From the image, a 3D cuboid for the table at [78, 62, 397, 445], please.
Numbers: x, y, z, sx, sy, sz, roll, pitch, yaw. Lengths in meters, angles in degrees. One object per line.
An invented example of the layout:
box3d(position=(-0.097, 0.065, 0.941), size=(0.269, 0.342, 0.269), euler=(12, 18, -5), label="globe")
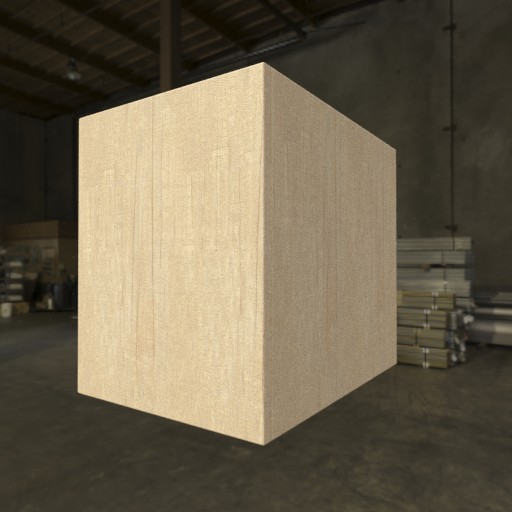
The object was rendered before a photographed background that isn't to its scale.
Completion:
box3d(position=(0.000, 0.000, 0.940), size=(0.420, 0.510, 0.570), euler=(0, -1, 35), label="table")
